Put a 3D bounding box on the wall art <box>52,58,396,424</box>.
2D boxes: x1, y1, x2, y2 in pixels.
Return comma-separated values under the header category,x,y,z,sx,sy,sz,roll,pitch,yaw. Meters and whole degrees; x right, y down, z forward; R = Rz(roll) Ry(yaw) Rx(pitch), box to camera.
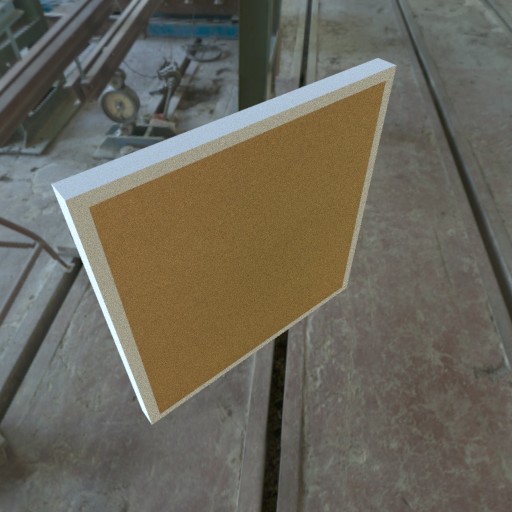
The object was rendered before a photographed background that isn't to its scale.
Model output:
category,x,y,z,sx,sy,sz,roll,pitch,yaw
wall art,0.000,0.000,0.734,0.508,0.507,0.035,-30,53,-26
